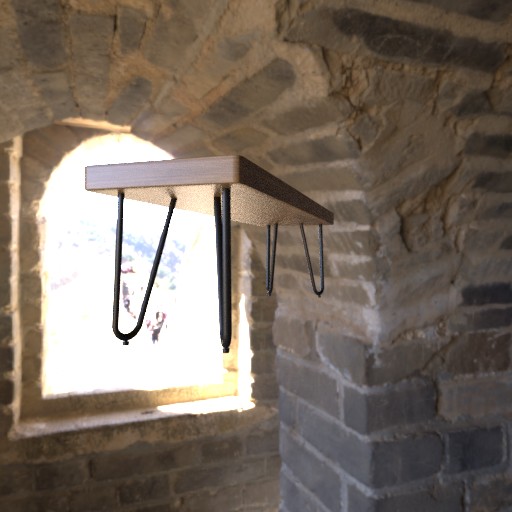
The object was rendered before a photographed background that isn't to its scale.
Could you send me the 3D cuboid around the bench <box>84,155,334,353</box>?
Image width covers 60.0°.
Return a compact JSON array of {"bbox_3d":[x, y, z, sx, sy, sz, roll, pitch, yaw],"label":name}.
[{"bbox_3d":[0.000,0.000,1.788,0.425,0.462,1.570,0,0,17],"label":"bench"}]
